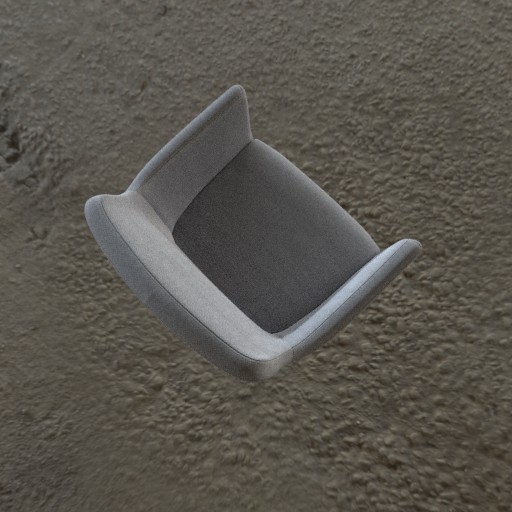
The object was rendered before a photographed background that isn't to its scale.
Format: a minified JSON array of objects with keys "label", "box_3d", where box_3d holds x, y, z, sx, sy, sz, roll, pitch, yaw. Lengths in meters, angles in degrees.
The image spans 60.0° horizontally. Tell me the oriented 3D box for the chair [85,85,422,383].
[{"label":"chair","box_3d":[0.000,0.000,1.172,0.540,0.780,0.570,-44,79,-11]}]
